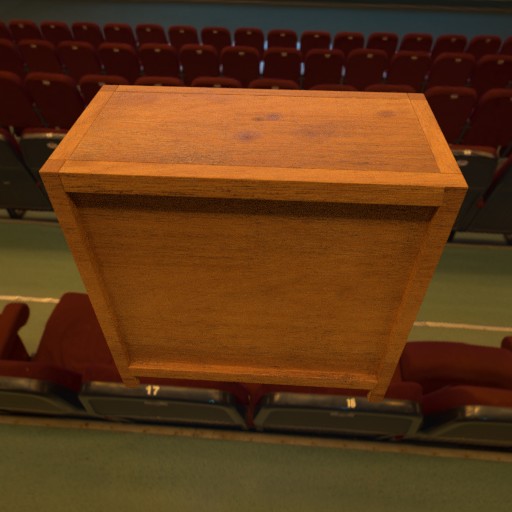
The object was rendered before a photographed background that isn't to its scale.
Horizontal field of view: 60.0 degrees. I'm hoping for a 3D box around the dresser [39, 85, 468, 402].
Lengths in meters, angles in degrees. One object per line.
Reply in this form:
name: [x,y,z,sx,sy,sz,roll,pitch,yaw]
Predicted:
dresser: [0.000,0.000,1.255,0.804,0.804,0.427,3,44,3]
